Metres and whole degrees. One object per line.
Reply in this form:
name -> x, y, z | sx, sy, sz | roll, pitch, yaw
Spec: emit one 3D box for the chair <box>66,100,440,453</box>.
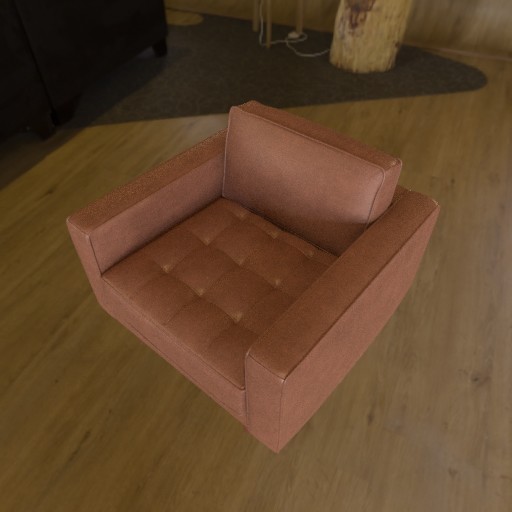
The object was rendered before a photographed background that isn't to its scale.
chair -> 0.000, 0.000, 1.556 | 0.920, 0.770, 0.900 | 31, 53, 27
